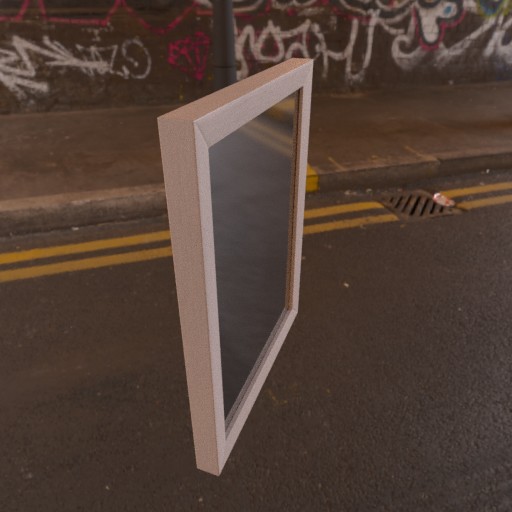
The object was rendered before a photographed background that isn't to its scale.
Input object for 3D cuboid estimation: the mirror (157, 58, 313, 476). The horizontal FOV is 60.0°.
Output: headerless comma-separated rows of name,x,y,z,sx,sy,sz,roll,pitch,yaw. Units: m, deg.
mirror,0.000,0.000,0.677,0.041,0.508,0.405,11,33,18
